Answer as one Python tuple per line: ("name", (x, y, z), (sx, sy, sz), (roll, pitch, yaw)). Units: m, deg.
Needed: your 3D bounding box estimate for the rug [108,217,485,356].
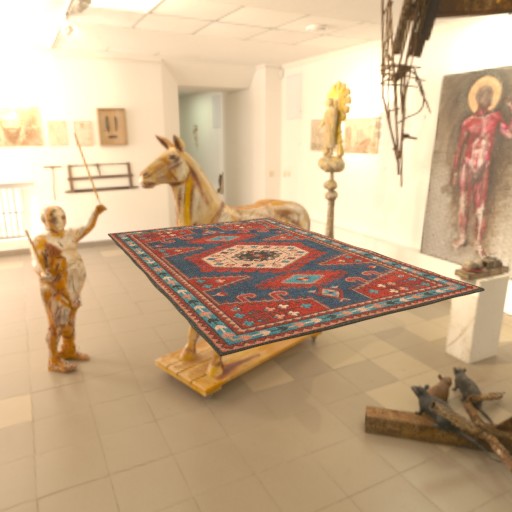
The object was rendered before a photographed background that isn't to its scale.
("rug", (0.000, 0.000, 2.350), (1.207, 0.012, 1.820), (-8, 18, -27))
